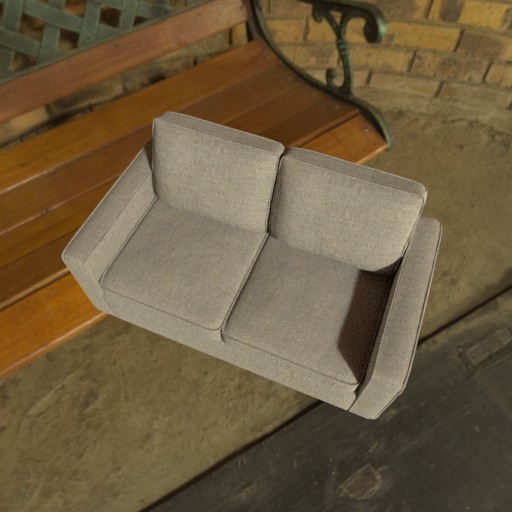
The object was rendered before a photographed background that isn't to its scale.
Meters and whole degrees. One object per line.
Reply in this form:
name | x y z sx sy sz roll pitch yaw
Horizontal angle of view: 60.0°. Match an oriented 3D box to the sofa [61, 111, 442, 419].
sofa | 0.000 0.000 2.310 1.706 0.915 0.945 19 59 12
